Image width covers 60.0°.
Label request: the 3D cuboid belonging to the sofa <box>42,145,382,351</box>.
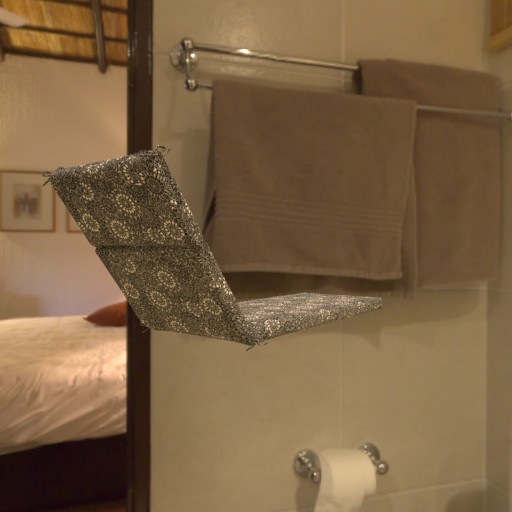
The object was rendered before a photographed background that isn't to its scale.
[{"bbox_3d":[0.000,0.000,1.958,0.582,0.622,1.663,0,1,37],"label":"sofa"}]
